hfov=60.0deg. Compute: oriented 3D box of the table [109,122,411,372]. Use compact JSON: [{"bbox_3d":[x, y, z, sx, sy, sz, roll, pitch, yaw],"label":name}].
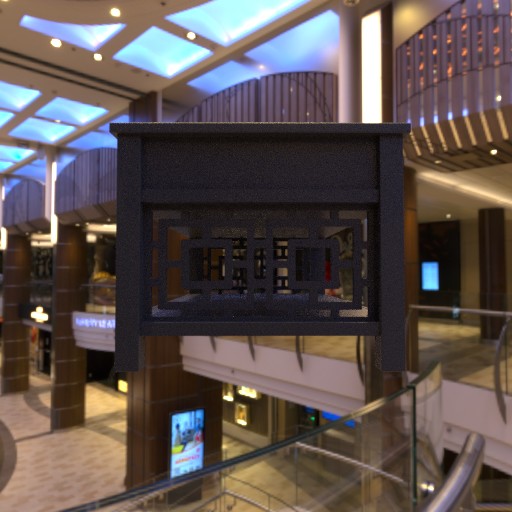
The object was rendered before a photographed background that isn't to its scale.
[{"bbox_3d":[0.000,0.000,1.405,0.612,0.493,1.068,0,-2,0],"label":"table"}]
